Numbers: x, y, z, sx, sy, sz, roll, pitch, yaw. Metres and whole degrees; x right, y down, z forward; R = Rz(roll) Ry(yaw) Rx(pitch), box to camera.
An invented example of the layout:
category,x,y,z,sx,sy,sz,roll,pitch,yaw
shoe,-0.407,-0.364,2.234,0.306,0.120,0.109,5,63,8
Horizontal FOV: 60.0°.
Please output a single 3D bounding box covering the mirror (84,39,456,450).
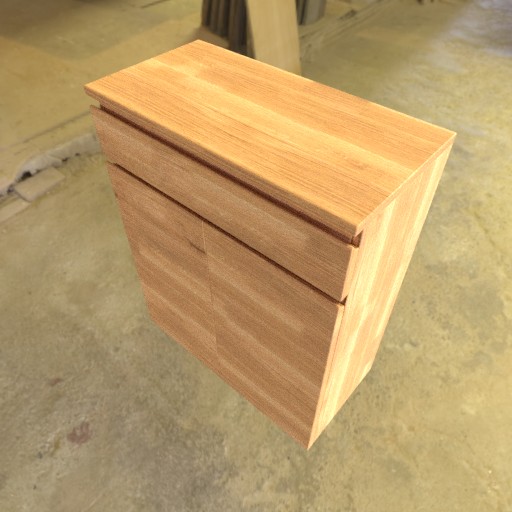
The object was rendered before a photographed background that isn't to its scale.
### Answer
category,x,y,z,sx,sy,sz,roll,pitch,yaw
mirror,0.000,0.000,1.392,0.800,1.000,0.400,32,54,27
